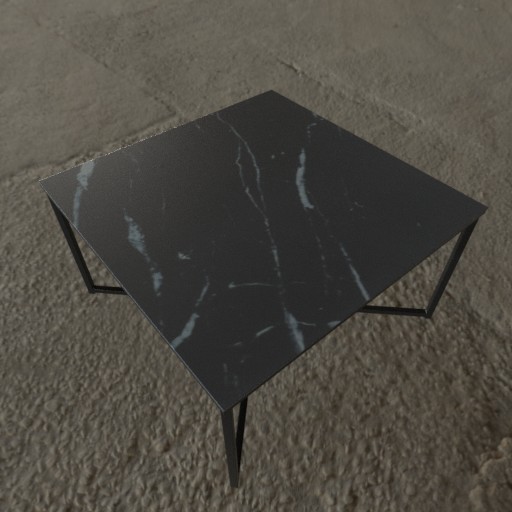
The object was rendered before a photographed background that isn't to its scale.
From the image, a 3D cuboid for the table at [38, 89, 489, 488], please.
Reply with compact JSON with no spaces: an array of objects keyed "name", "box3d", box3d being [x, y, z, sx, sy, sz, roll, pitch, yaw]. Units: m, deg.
[{"name":"table","box3d":[0.000,0.000,1.270,0.800,0.450,0.800,-31,54,-26]}]
